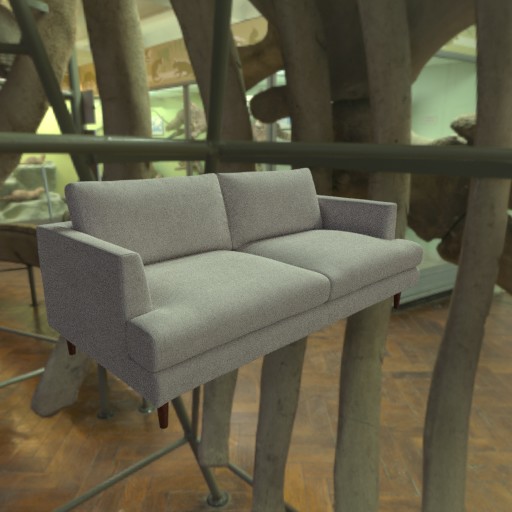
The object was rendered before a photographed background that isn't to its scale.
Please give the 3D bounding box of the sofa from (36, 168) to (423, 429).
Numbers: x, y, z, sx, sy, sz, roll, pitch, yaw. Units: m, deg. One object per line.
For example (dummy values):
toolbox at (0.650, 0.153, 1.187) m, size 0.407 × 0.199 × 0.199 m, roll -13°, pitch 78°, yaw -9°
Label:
sofa at (0.000, 0.000, 2.442) m, size 1.948 × 0.868 × 1.020 m, roll -14°, pitch 20°, yaw -43°
